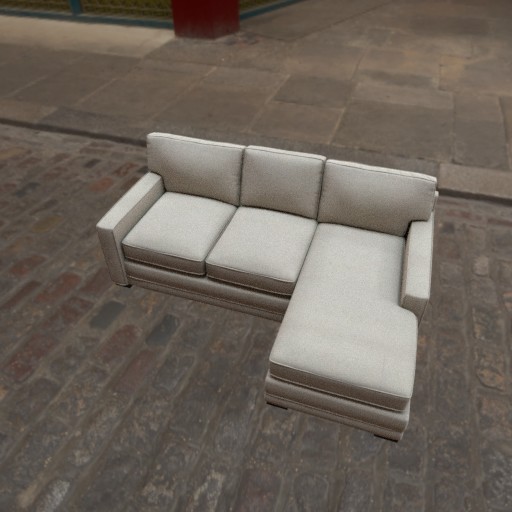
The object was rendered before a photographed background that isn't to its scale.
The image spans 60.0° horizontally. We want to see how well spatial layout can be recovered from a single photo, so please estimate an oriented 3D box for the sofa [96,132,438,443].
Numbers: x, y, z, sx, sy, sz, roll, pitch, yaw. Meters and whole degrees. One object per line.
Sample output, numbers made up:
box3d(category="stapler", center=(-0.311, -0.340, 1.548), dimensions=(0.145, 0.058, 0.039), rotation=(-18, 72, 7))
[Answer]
box3d(category="sofa", center=(0.000, 0.000, 2.825), dimensions=(2.087, 0.861, 1.496), rotation=(12, 42, 14))
